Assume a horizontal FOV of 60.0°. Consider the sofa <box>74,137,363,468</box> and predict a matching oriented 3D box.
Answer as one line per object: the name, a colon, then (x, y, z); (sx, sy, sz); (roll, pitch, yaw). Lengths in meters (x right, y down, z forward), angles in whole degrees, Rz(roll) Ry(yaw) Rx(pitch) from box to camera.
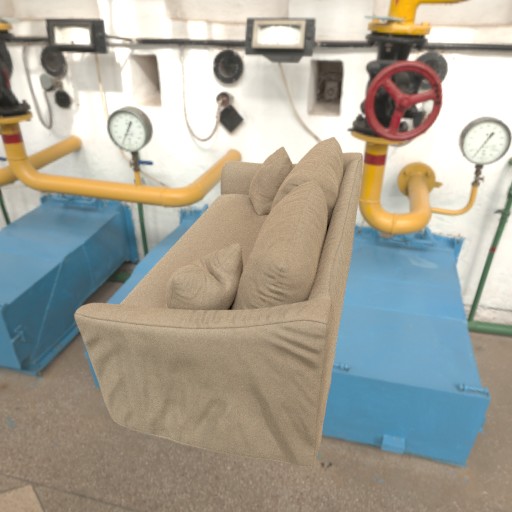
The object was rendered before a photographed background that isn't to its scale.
sofa: (0.000, 0.000, 2.617); (1.072, 1.018, 2.010); (8, 31, 13)
